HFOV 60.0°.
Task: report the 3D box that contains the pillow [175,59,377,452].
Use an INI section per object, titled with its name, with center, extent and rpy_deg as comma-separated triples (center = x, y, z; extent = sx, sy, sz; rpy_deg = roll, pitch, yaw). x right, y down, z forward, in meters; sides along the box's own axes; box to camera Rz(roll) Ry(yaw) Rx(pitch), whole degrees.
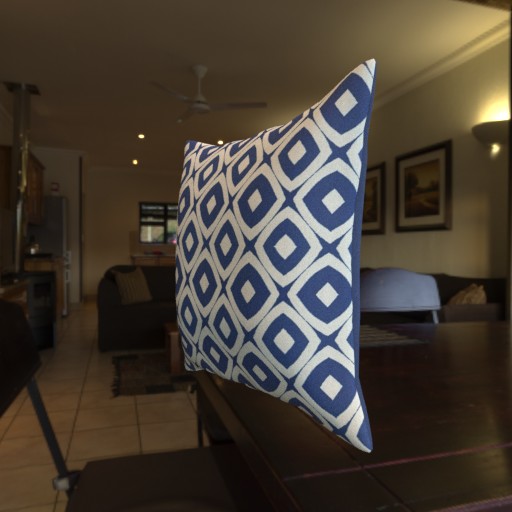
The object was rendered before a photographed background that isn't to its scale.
[pillow]
center = 0.000, 0.000, 0.755
extent = 0.188, 0.494, 0.504
rpy_deg = 0, 1, -36
